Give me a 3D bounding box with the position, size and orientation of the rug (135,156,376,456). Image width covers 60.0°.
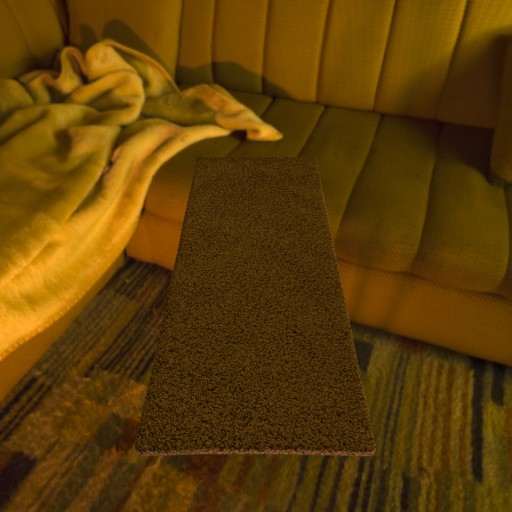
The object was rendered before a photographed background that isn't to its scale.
[{"bbox_3d":[0.000,0.000,1.687,0.609,0.030,1.524,0,41,0],"label":"rug"}]
